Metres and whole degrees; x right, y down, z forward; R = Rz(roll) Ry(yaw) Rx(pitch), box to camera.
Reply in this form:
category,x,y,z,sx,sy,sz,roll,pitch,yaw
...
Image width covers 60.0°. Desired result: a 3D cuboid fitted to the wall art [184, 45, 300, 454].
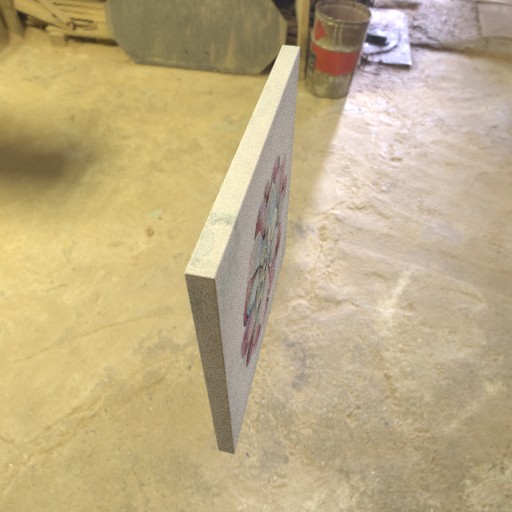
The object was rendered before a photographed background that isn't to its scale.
category,x,y,z,sx,sy,sz,roll,pitch,yaw
wall art,0.000,0.000,0.919,0.044,0.605,0.605,10,49,8
